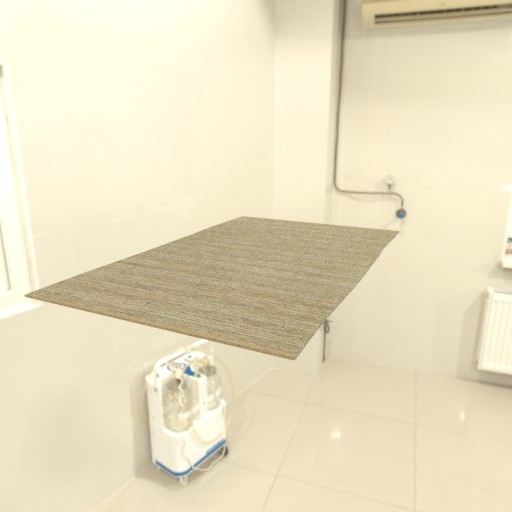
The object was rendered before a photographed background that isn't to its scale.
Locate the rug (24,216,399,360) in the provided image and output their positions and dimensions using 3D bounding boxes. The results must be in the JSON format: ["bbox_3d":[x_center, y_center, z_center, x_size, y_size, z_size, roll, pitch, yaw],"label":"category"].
[{"bbox_3d":[0.000,0.000,3.063,1.540,0.012,2.448,8,18,25],"label":"rug"}]
